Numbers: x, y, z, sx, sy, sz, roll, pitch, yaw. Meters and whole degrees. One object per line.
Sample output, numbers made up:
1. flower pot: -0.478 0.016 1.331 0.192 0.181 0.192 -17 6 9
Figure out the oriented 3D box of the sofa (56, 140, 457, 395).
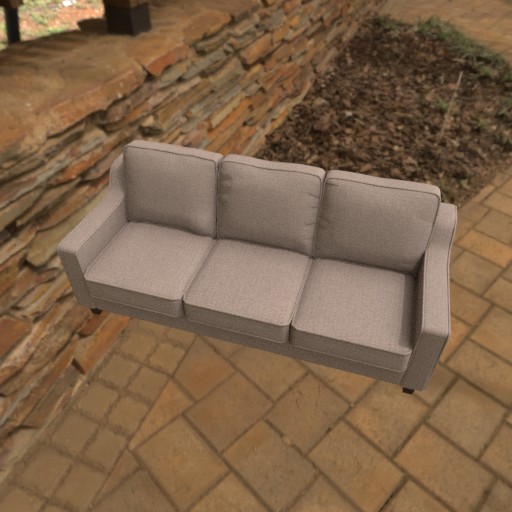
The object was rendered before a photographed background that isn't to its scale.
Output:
1. sofa: 0.000 0.000 2.645 2.129 0.950 0.899 12 43 13
